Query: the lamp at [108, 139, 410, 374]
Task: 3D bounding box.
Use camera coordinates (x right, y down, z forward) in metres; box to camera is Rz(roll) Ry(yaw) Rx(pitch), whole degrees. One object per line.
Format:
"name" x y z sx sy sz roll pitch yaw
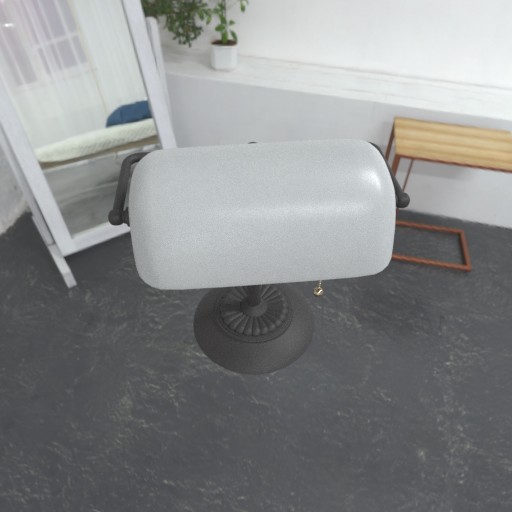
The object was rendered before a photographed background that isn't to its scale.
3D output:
"lamp" 0.000 0.000 0.513 0.264 0.339 0.243 -4 46 -4
